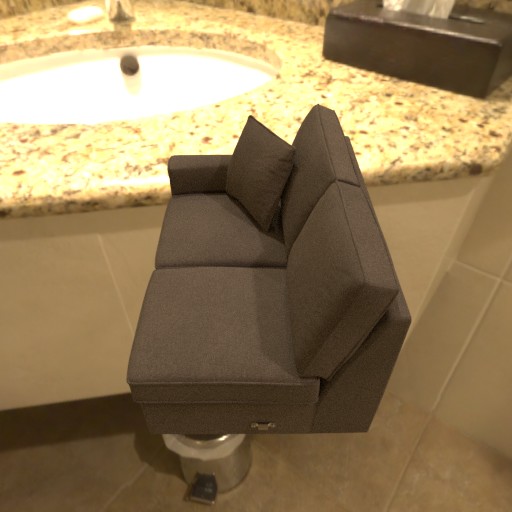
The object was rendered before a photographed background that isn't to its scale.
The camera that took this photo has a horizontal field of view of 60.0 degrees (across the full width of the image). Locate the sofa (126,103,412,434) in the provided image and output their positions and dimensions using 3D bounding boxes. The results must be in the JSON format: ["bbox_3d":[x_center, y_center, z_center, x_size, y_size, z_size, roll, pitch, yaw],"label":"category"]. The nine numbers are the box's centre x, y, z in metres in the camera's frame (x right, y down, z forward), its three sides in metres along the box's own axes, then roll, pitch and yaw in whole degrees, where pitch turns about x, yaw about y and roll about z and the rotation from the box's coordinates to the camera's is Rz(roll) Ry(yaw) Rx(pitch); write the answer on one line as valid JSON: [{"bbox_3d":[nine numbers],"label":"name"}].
[{"bbox_3d":[0.000,0.000,2.112,0.991,0.989,1.388,0,43,0],"label":"sofa"}]
